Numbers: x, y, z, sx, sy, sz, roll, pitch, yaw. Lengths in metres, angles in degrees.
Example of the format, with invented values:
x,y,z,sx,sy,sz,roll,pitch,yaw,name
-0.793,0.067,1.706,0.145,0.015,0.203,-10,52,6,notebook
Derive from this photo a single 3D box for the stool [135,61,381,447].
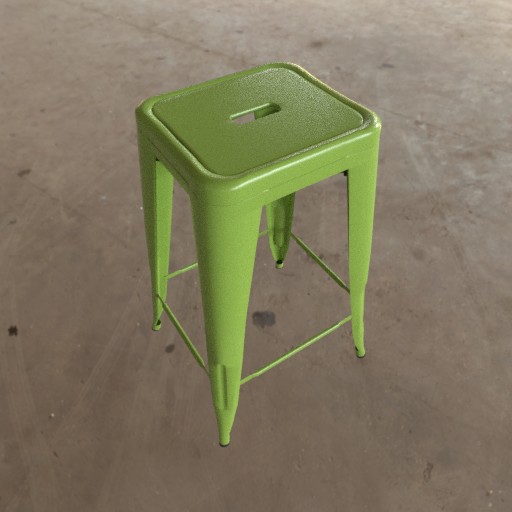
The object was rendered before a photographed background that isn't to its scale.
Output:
x,y,z,sx,sy,sz,roll,pitch,yaw,name
0.000,0.000,0.856,0.398,0.609,0.358,-25,52,-22,stool
